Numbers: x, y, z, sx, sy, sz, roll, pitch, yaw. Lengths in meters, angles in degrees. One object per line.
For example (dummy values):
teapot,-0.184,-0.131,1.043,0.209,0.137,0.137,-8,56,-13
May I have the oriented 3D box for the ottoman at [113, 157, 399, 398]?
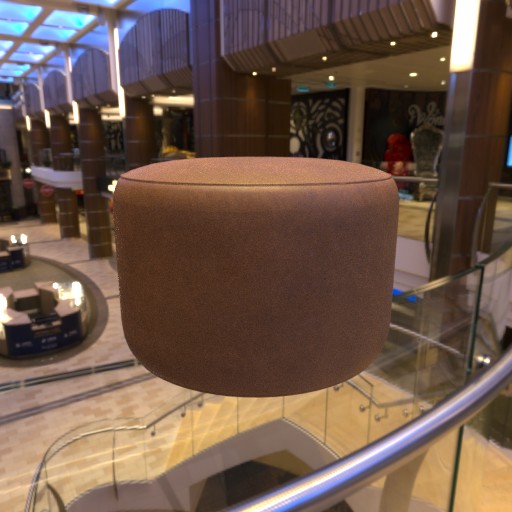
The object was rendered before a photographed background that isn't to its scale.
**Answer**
ottoman,0.000,0.000,1.014,0.607,0.438,0.607,0,14,0
